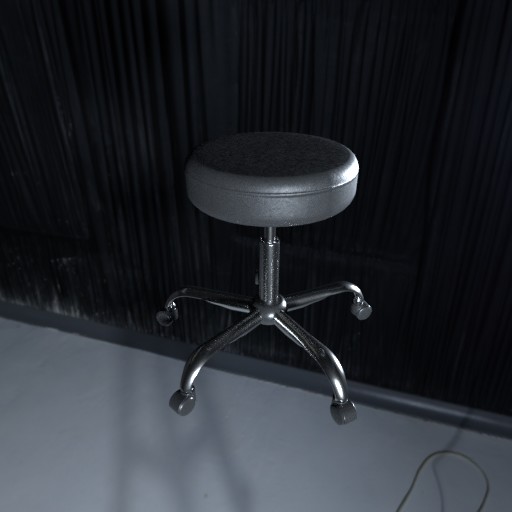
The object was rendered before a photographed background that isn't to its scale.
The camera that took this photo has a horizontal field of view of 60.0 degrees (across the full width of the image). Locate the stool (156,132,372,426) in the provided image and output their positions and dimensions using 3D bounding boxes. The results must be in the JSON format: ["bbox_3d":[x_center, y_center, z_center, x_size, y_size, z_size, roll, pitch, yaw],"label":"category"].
[{"bbox_3d":[0.000,0.000,1.179,0.638,0.576,0.673,9,31,15],"label":"stool"}]
